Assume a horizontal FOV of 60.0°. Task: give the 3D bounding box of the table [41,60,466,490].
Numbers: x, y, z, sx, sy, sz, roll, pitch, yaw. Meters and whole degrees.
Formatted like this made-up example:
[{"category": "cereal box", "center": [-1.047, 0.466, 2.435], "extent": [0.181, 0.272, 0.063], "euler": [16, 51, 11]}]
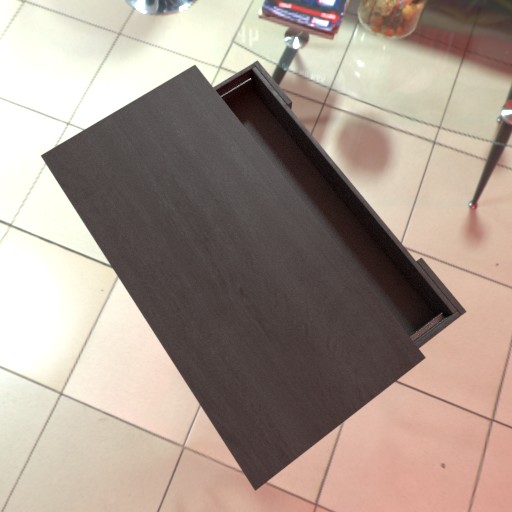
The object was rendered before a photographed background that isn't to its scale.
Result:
[{"category": "table", "center": [0.000, 0.000, 1.411], "extent": [0.711, 0.570, 1.000], "euler": [-34, 78, -9]}]
